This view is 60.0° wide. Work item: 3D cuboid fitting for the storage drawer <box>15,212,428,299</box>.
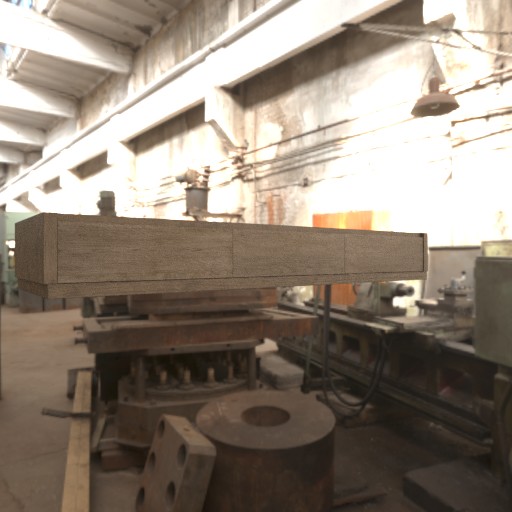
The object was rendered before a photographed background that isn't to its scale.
[{"bbox_3d":[0.000,0.000,2.230,2.072,0.274,0.591,0,0,-36],"label":"storage drawer"}]
